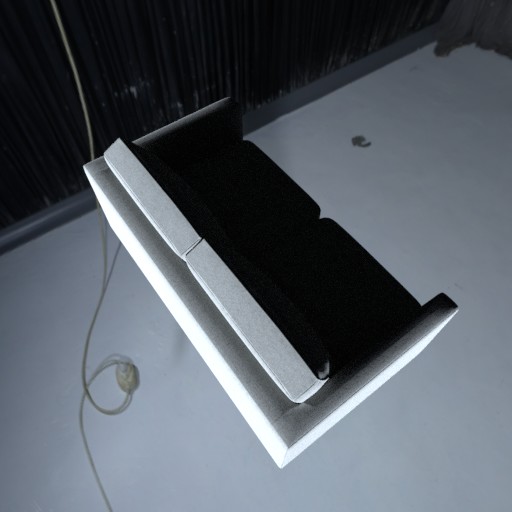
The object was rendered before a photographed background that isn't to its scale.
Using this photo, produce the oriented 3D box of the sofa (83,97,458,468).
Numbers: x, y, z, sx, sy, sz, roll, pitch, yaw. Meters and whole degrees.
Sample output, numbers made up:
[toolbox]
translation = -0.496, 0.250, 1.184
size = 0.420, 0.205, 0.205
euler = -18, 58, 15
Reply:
[sofa]
translation = 0.000, 0.000, 2.342
size = 1.000, 0.900, 1.731
euler = -32, 63, -18
